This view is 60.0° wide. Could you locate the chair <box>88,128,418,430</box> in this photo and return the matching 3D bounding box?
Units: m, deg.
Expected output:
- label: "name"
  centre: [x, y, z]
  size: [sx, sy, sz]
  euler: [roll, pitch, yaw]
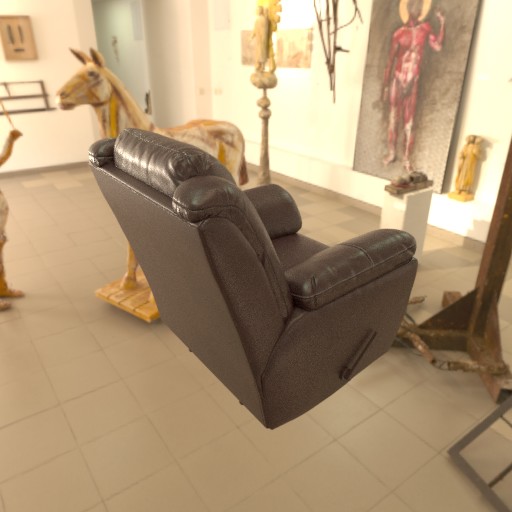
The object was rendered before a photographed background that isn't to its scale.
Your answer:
- label: "chair"
  centre: [0.000, 0.000, 1.911]
  size: [1.041, 1.093, 0.990]
  euler: [-18, 31, -32]
